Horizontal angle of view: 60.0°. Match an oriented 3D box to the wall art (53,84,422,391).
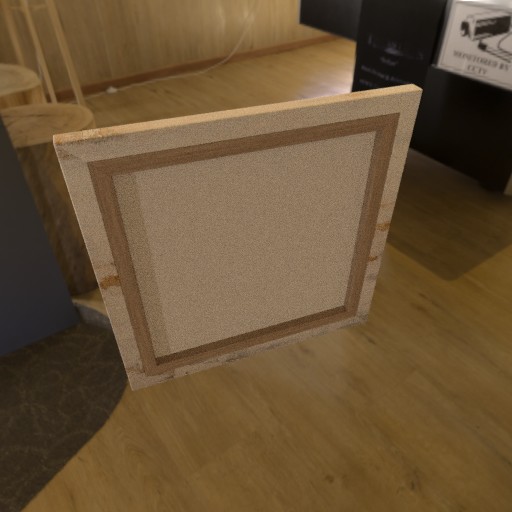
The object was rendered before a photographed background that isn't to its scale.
[{"bbox_3d":[0.000,0.000,1.116,0.753,0.755,0.038,-13,42,-15],"label":"wall art"}]
